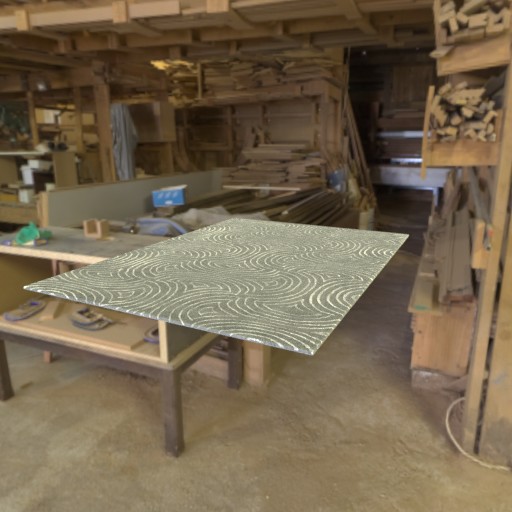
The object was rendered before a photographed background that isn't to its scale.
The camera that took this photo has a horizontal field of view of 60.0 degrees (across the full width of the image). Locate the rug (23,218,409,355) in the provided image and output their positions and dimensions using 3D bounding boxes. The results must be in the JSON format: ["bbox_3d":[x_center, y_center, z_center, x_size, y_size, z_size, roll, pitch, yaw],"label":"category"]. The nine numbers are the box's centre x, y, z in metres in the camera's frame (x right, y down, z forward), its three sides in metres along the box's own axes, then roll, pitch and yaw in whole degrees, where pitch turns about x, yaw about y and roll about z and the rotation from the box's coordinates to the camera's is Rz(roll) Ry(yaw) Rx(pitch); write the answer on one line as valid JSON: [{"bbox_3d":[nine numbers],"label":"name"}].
[{"bbox_3d":[0.000,0.000,2.817,1.543,0.015,2.144,8,17,26],"label":"rug"}]
